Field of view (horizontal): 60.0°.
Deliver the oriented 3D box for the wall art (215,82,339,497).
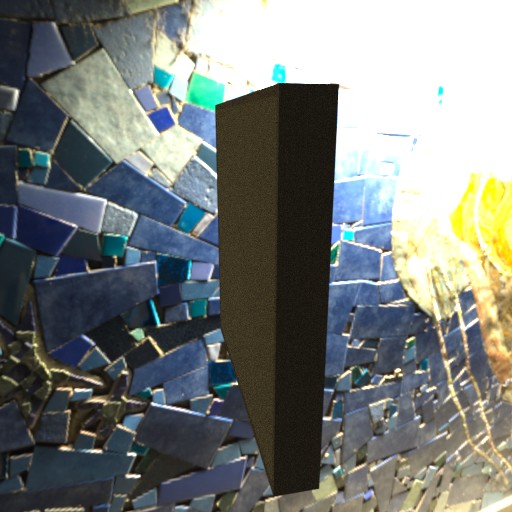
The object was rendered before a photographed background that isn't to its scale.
[{"bbox_3d":[0.000,0.000,0.451,0.038,0.303,0.304,-3,17,-12],"label":"wall art"}]
